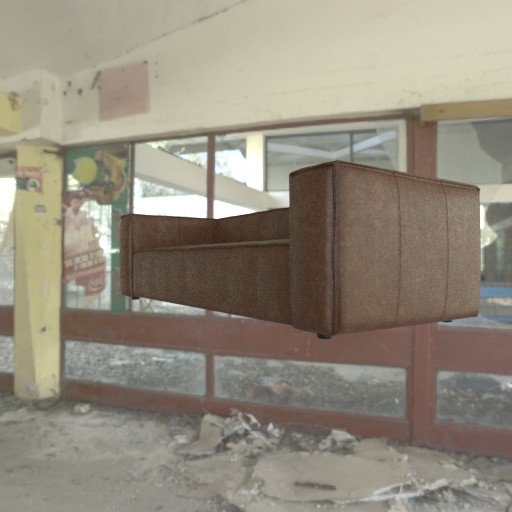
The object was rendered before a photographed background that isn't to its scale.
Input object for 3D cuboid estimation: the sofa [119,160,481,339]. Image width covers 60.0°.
[{"bbox_3d":[0.000,0.000,2.983,1.102,0.701,2.581,0,-1,-35],"label":"sofa"}]
